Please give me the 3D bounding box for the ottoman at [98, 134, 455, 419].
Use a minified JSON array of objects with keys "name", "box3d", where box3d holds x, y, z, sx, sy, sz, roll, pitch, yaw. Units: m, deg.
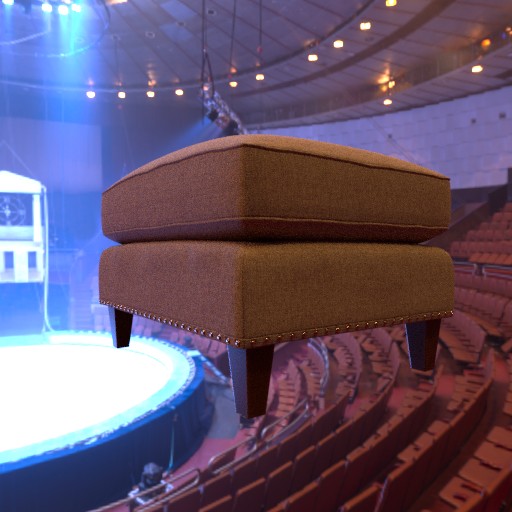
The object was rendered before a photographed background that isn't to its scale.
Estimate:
[{"name":"ottoman","box3d":[0.000,0.000,1.124,0.584,0.513,0.741,0,1,-36]}]
